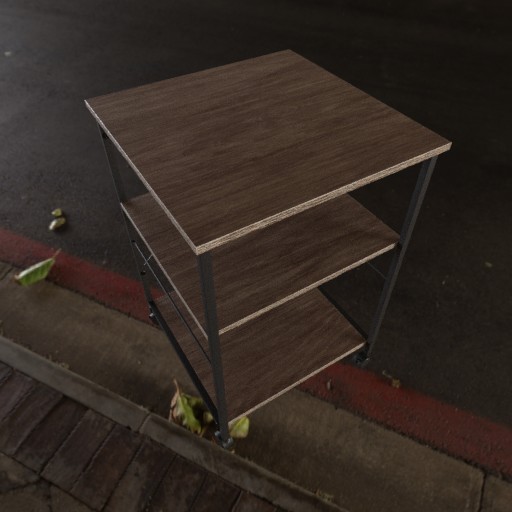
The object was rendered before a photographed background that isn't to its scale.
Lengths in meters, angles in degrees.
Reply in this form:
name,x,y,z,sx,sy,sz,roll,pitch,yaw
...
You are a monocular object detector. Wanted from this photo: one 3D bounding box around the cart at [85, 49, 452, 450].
name,x,y,z,sx,sy,sz,roll,pitch,yaw
cart,0.000,0.000,1.140,0.521,0.762,0.520,-24,50,-22
